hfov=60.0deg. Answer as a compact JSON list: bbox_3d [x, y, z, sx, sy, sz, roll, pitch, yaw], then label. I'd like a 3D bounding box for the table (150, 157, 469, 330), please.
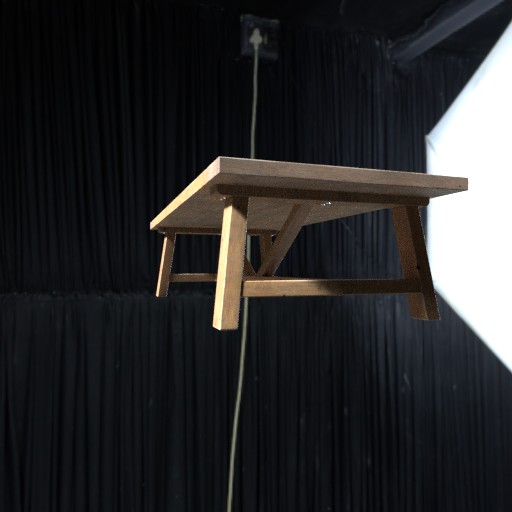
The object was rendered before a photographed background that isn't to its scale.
[{"bbox_3d":[0.000,0.000,2.128,0.820,0.465,1.800,1,-2,-19],"label":"table"}]
